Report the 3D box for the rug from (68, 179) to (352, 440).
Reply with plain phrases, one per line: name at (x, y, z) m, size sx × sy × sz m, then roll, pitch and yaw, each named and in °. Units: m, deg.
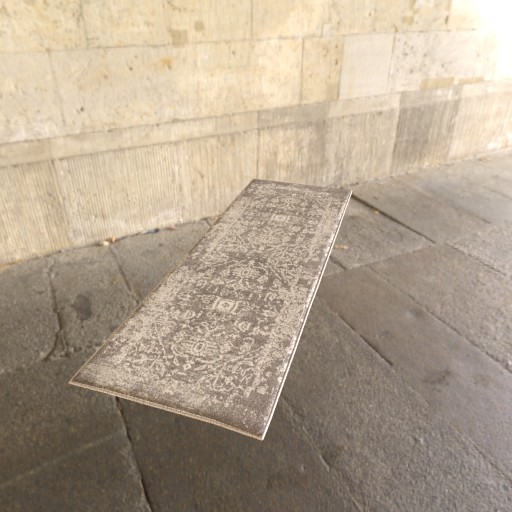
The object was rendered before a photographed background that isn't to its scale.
rug at (0.000, 0.000, 2.710) m, size 0.855 × 0.017 × 2.452 m, roll 9°, pitch 32°, yaw 15°
